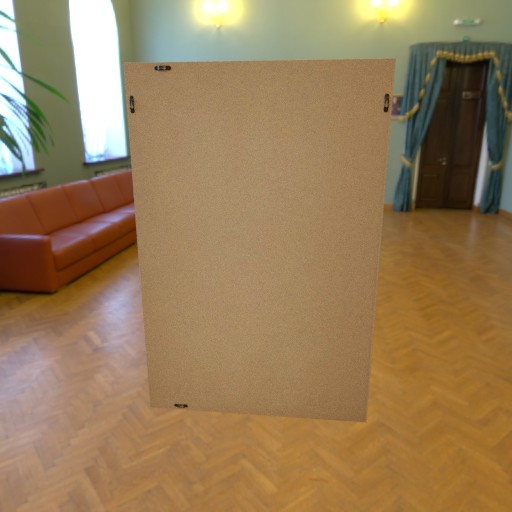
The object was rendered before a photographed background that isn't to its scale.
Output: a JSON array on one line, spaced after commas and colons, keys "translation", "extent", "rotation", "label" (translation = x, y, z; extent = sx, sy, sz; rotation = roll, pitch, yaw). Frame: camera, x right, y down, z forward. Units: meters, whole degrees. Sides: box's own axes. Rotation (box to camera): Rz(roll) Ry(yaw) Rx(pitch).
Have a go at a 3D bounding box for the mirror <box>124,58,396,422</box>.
[{"translation": [0.000, 0.000, 1.128], "extent": [0.609, 0.915, 0.041], "rotation": [2, 16, 6], "label": "mirror"}]
